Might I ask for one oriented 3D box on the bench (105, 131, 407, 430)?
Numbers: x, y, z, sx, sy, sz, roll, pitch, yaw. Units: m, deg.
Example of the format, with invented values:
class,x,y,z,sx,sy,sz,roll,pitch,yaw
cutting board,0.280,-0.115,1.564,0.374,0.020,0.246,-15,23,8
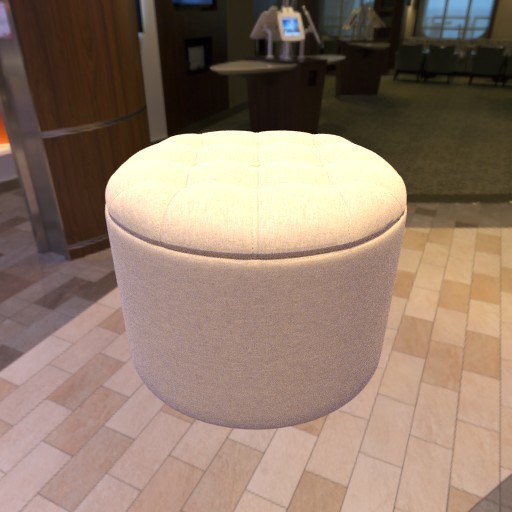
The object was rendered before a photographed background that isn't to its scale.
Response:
class,x,y,z,sx,sy,sz,roll,pitch,yaw
bench,0.000,0.000,0.987,0.600,0.454,0.600,0,29,0
